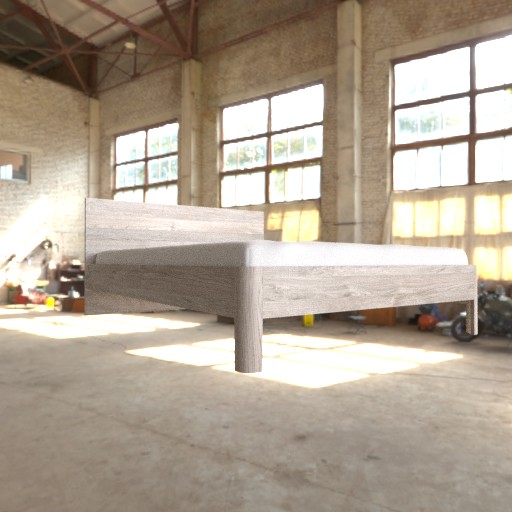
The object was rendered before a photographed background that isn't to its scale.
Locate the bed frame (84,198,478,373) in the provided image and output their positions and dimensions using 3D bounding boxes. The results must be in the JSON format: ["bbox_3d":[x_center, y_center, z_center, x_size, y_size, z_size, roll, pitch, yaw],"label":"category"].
[{"bbox_3d":[0.000,0.000,2.649,1.490,0.800,1.950,0,-1,-35],"label":"bed frame"}]
